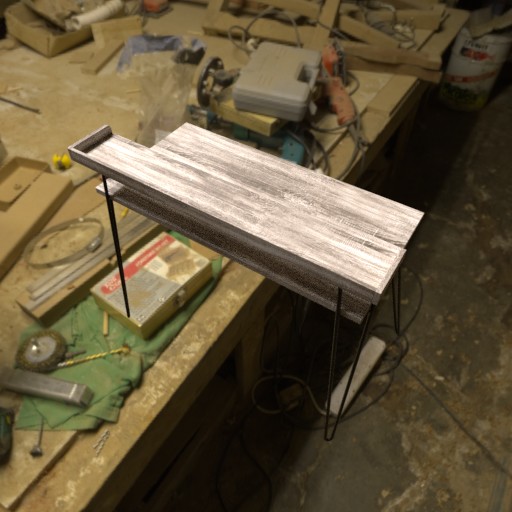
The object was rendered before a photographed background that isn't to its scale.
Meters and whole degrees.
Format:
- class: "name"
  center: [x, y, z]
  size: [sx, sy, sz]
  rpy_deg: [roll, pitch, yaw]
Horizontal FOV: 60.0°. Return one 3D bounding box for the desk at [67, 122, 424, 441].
- class: "desk"
  center: [0.000, 0.000, 1.665]
  size: [1.135, 0.899, 0.605]
  rpy_deg: [26, 53, 21]
